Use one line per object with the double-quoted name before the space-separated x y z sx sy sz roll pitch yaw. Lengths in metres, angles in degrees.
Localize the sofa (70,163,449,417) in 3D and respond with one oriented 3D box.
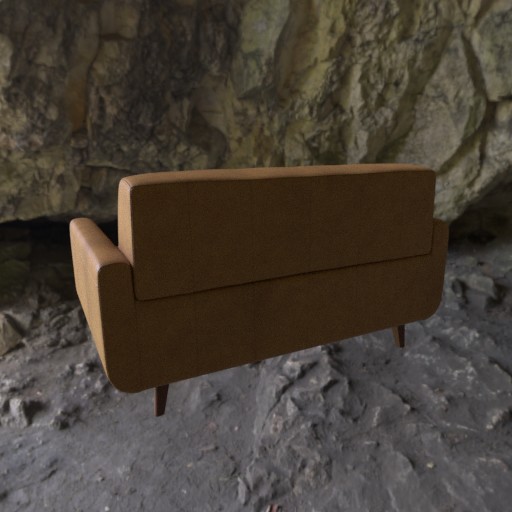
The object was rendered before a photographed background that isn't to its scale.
"sofa" 0.000 0.000 2.238 1.651 0.925 0.952 -8 17 -26
